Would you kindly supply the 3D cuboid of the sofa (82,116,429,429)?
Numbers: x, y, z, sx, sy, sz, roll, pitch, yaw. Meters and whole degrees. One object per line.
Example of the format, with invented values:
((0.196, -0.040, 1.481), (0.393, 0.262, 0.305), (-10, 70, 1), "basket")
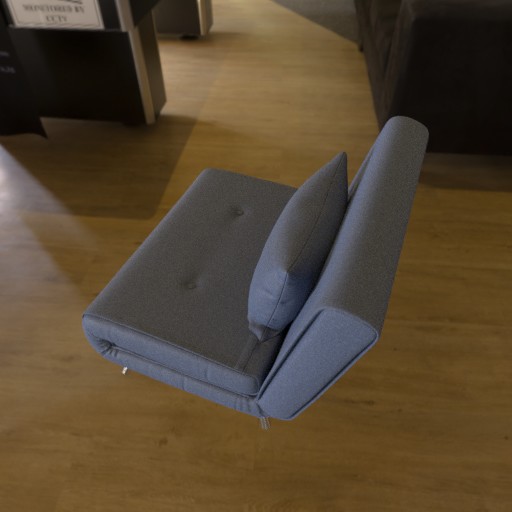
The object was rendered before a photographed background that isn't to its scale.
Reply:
((0.000, 0.000, 1.720), (0.996, 0.860, 0.999), (16, 48, 15), "sofa")
